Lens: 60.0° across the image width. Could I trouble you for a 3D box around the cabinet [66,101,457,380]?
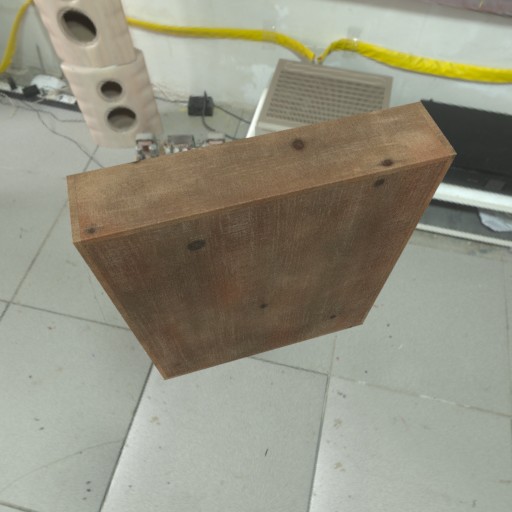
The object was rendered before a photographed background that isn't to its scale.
[{"bbox_3d":[0.000,0.000,0.838,0.489,0.590,0.184,-14,61,-8],"label":"cabinet"}]
